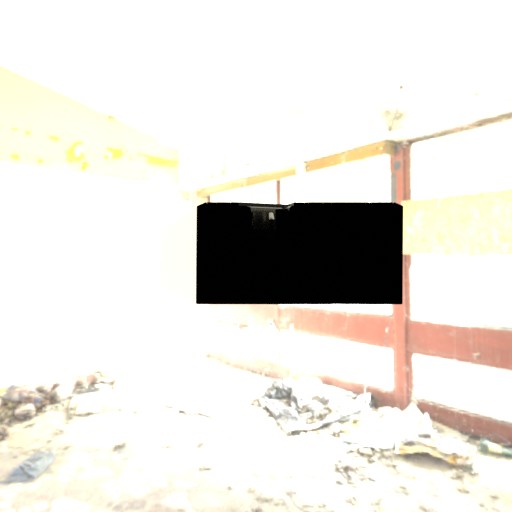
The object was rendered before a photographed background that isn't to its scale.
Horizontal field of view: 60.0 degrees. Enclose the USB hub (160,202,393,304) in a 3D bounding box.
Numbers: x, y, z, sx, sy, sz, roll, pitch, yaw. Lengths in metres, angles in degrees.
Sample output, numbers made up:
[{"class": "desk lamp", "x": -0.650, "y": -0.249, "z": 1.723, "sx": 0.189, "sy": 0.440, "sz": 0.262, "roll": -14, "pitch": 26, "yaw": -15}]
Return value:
[{"class": "USB hub", "x": 0.000, "y": 0.000, "z": 0.129, "sx": 0.044, "sy": 0.023, "sz": 0.110, "roll": 0, "pitch": -1, "yaw": -19}]
